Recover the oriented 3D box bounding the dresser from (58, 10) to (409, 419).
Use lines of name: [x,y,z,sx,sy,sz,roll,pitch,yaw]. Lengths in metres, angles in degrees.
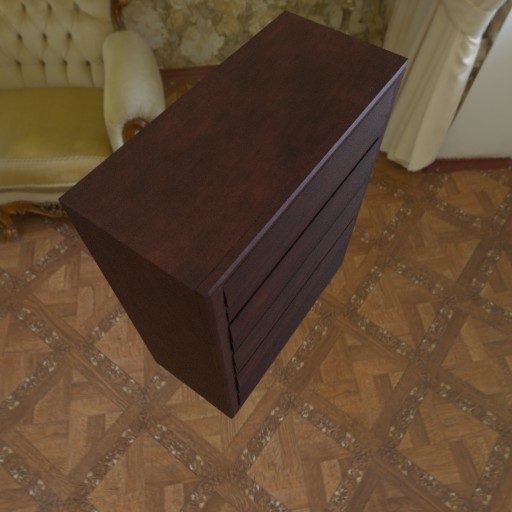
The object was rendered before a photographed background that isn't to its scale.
dresser: [0.000,0.000,1.950,0.506,1.514,1.072,31,63,18]
